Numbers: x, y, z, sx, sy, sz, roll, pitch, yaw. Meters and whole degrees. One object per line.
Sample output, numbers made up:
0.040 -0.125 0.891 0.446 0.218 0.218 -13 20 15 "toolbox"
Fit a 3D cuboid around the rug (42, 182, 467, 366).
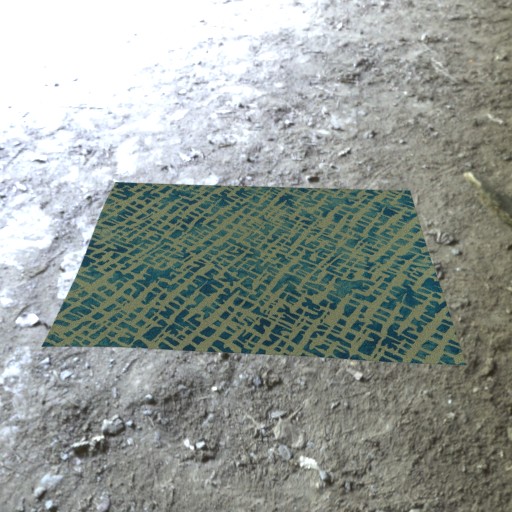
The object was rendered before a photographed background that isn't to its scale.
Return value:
0.000 0.000 2.317 1.830 0.011 1.209 2 45 2 "rug"
